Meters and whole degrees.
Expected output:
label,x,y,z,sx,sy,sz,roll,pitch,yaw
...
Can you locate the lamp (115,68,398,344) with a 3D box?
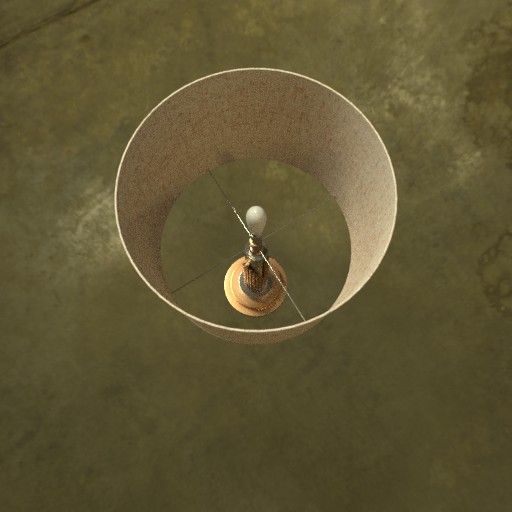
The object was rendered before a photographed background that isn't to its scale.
label,x,y,z,sx,sy,sz,roll,pitch,yaw
lamp,0.000,0.000,0.799,0.321,0.610,0.321,15,76,4
